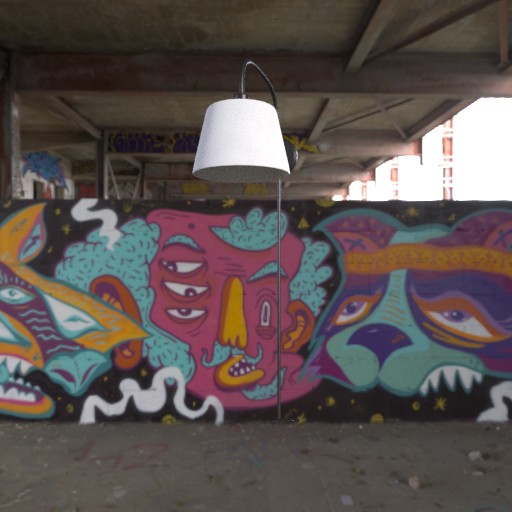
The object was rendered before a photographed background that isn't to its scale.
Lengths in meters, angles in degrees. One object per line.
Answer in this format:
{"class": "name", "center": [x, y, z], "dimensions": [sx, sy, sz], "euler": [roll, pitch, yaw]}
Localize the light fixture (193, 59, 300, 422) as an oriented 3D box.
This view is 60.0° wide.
{"class": "light fixture", "center": [0.000, 0.000, 0.463], "dimensions": [0.092, 0.399, 0.176], "euler": [0, 0, 19]}
